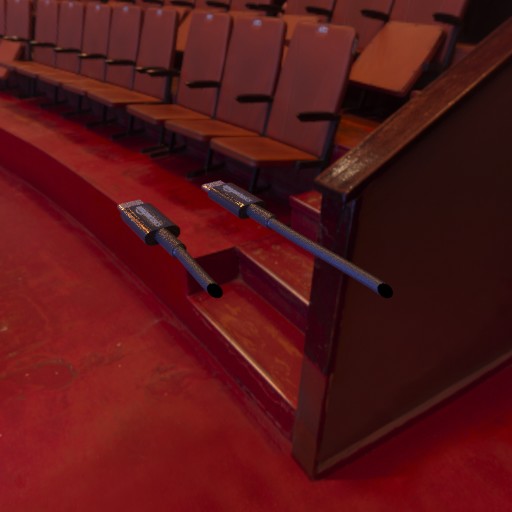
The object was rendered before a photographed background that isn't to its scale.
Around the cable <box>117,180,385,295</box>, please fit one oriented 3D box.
[{"bbox_3d":[0.000,0.000,0.113,0.041,0.005,0.098,-19,35,-29],"label":"cable"}]
